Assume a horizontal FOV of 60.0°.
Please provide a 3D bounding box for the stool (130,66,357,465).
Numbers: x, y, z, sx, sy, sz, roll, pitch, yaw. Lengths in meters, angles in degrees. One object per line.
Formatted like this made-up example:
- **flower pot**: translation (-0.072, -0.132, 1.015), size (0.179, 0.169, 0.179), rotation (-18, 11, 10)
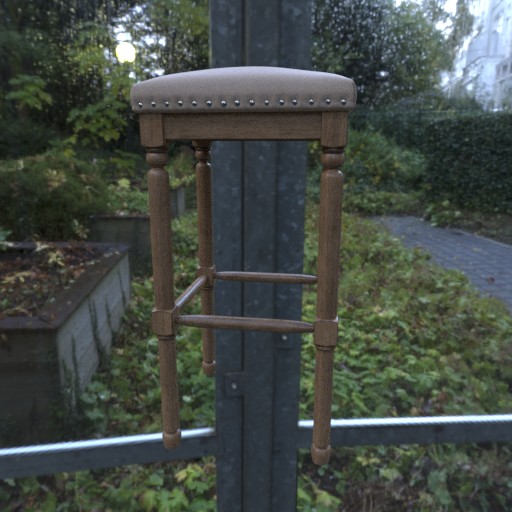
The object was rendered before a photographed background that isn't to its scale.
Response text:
- **stool**: translation (0.000, 0.000, 0.985), size (0.382, 0.768, 0.383), rotation (2, 14, 9)
